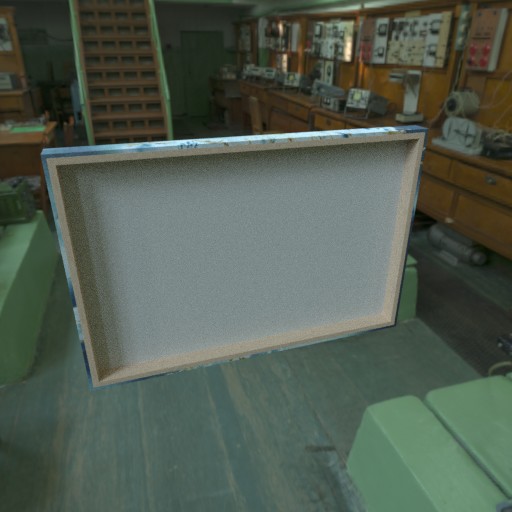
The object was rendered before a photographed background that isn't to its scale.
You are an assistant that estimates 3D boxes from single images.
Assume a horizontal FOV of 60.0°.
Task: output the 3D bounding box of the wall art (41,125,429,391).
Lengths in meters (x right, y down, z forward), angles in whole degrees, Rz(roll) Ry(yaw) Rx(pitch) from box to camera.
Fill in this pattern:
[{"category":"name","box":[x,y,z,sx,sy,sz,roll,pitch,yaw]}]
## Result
[{"category":"wall art","box":[0.000,0.000,0.772,0.607,0.405,0.036,-8,27,-16]}]
